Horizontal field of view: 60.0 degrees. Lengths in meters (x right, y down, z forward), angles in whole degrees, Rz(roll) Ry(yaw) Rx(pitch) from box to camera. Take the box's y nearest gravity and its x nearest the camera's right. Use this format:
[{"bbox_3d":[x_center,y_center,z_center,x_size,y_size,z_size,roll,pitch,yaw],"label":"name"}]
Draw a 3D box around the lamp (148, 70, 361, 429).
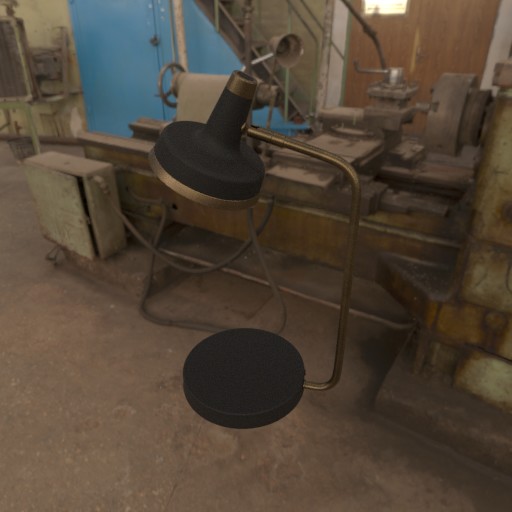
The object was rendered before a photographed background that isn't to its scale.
[{"bbox_3d":[0.000,0.000,0.495,0.218,0.385,0.162,8,30,13],"label":"lamp"}]
